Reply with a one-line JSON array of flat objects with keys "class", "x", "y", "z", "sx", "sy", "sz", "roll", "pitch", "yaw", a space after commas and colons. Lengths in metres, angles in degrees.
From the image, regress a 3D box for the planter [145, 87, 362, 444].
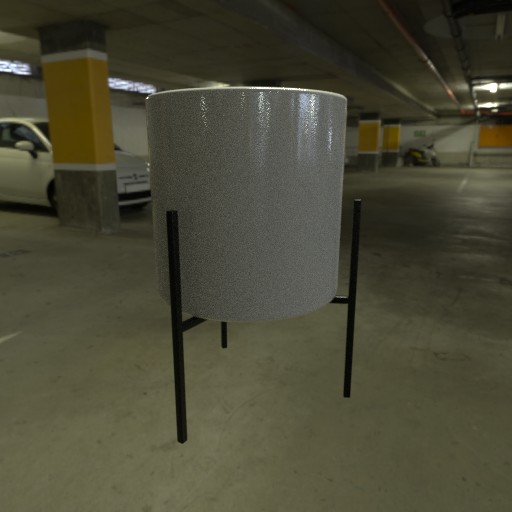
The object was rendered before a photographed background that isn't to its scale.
[{"class": "planter", "x": 0.000, "y": 0.000, "z": 0.530, "sx": 0.239, "sy": 0.356, "sz": 0.239, "roll": 2, "pitch": 14, "yaw": 9}]
